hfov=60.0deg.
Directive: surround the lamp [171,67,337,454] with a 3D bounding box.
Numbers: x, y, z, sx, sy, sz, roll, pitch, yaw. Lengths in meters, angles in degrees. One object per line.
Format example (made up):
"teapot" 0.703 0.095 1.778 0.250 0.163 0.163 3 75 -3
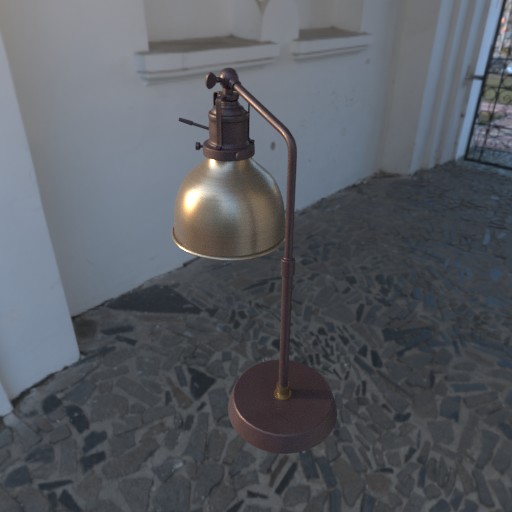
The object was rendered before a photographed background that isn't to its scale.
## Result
"lamp" 0.000 0.000 0.608 0.175 0.469 0.298 -18 34 -29
